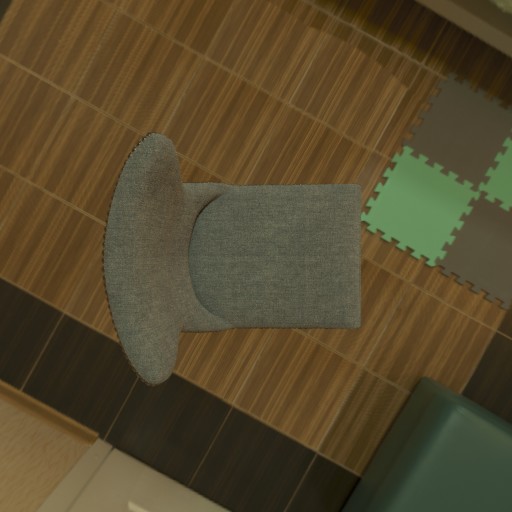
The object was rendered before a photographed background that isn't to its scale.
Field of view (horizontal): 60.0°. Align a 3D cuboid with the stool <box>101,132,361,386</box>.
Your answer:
[{"bbox_3d":[0.000,0.000,1.327,0.608,0.981,0.498,0,91,0],"label":"stool"}]
